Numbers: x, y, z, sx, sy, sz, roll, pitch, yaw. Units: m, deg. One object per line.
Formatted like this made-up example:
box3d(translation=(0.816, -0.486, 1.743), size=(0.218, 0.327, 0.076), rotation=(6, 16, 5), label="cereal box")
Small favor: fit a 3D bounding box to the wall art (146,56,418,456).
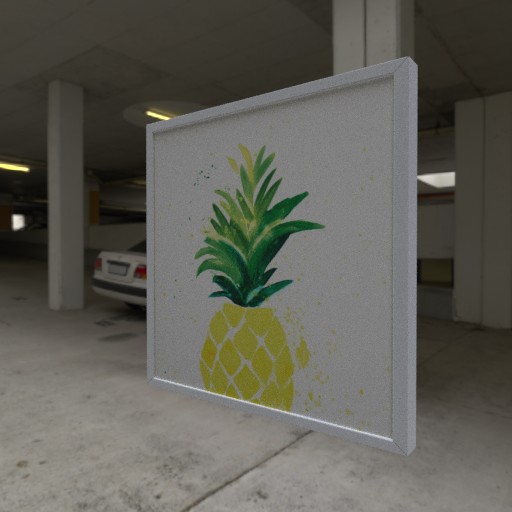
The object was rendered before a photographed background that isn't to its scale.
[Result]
box3d(translation=(0.000, 0.000, 0.728), size=(0.508, 0.507, 0.035), rotation=(1, 1, 37), label="wall art")
